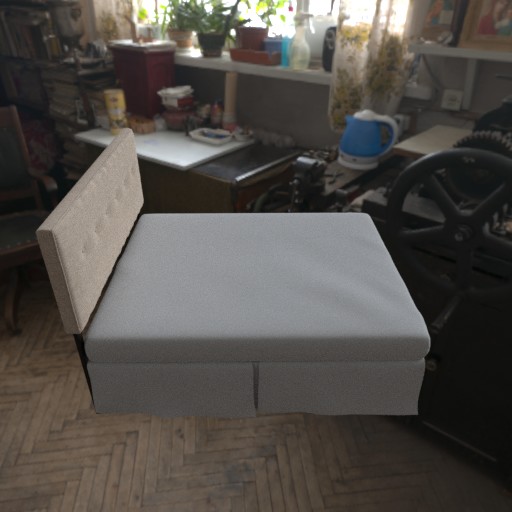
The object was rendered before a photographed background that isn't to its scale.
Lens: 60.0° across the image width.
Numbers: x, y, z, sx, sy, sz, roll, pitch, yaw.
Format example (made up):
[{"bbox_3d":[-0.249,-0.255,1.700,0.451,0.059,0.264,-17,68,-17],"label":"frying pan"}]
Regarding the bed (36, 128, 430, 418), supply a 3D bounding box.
[{"bbox_3d":[0.000,0.000,2.972,1.978,1.270,1.643,0,32,-1],"label":"bed"}]
